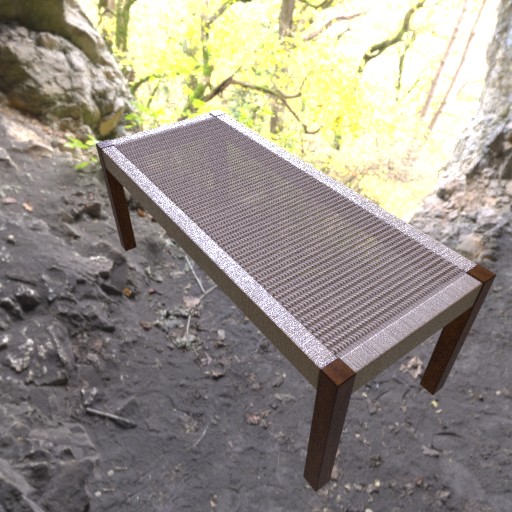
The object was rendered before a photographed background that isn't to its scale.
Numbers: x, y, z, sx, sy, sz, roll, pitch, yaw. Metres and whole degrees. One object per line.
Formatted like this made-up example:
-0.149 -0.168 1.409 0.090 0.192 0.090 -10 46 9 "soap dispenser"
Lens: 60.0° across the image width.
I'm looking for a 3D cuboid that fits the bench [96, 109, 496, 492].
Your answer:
0.000 0.000 1.429 0.507 0.457 1.198 -25 46 -27 "bench"
